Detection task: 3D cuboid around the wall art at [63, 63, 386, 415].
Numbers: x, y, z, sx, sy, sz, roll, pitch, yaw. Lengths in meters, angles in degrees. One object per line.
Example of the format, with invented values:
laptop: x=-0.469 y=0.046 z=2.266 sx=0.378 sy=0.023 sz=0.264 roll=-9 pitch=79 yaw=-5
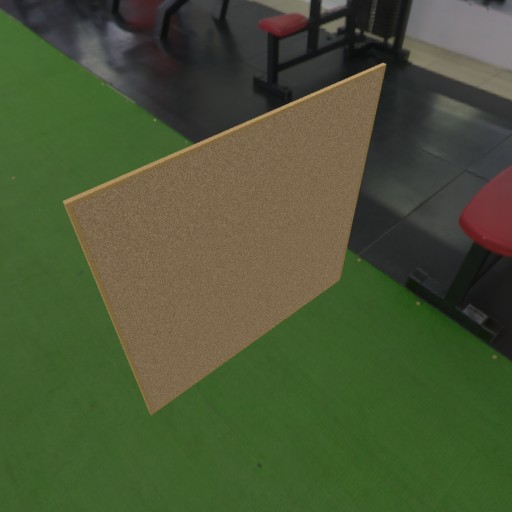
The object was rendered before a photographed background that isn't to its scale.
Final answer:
wall art: x=0.000 y=0.000 z=1.413 sx=0.962 sy=0.959 sz=0.013 roll=-31 pitch=54 yaw=-26
